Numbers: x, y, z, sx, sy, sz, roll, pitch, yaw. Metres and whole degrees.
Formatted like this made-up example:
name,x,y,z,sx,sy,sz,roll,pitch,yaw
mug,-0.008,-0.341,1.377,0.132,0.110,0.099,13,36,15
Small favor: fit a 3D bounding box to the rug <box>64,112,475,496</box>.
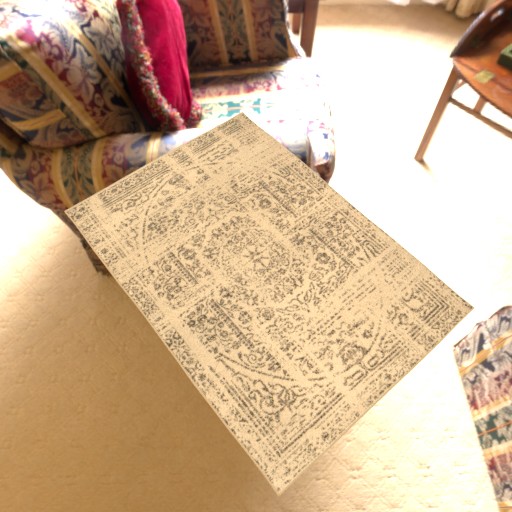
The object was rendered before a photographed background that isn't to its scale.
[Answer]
name,x,y,z,sx,sy,sz,roll,pitch,yaw
rug,0.000,0.000,3.091,1.706,0.026,2.438,-35,65,-19
